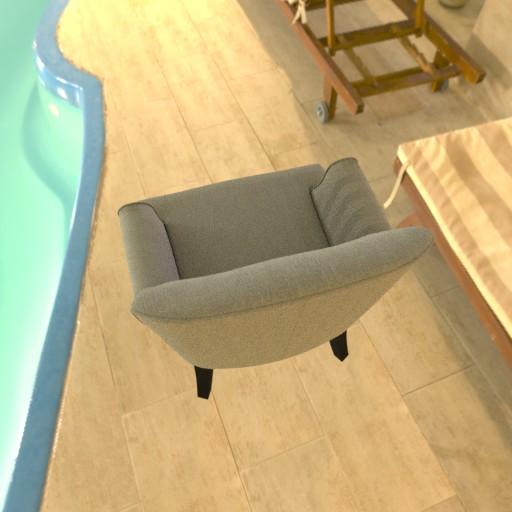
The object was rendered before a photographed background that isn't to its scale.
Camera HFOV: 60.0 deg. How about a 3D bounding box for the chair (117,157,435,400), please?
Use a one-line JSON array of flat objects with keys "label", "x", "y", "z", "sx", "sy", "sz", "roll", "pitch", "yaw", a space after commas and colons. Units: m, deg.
[{"label": "chair", "x": 0.000, "y": 0.000, "z": 1.434, "sx": 0.772, "sy": 0.880, "sz": 0.755, "roll": -13, "pitch": 59, "yaw": -8}]
